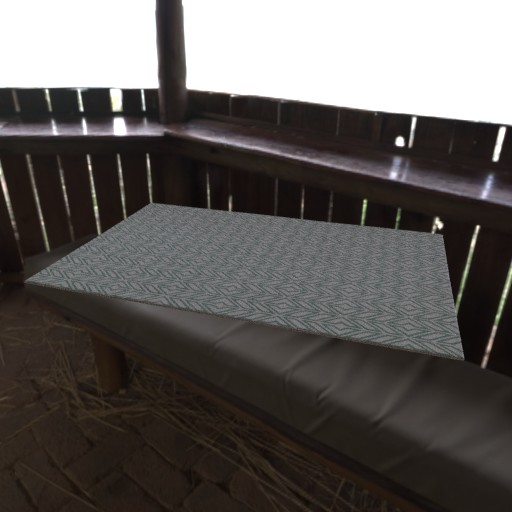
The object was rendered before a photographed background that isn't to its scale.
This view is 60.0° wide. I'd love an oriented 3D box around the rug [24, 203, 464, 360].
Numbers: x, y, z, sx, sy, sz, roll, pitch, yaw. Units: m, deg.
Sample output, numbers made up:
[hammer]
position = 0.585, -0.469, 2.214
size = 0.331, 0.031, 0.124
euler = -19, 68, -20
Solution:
[rug]
position = 0.000, 0.000, 2.972
size = 2.435, 0.011, 1.517
euler = 8, 27, 16
